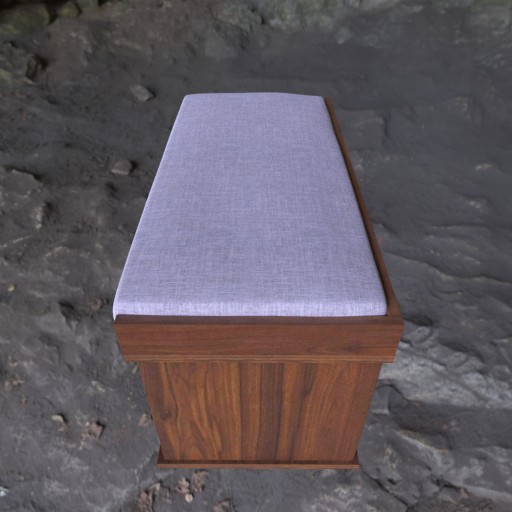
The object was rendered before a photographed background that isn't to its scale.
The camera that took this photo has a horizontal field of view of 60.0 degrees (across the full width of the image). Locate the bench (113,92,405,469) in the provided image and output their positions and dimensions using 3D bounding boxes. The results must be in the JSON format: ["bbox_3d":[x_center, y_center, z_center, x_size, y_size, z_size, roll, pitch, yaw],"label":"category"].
[{"bbox_3d":[0.000,0.000,0.942,0.362,0.461,0.734,0,40,0],"label":"bench"}]
